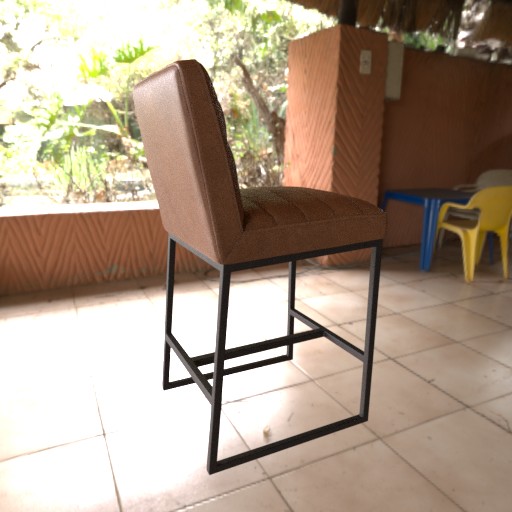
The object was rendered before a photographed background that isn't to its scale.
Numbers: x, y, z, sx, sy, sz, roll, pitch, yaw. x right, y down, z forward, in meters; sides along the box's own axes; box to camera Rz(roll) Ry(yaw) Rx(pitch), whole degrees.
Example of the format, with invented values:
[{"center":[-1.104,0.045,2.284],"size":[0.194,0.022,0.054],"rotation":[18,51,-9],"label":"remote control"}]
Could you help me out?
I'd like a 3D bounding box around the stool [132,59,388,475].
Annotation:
[{"center":[0.000,0.000,1.244],"size":[0.556,0.940,0.458],"rotation":[-7,16,-25],"label":"stool"}]
